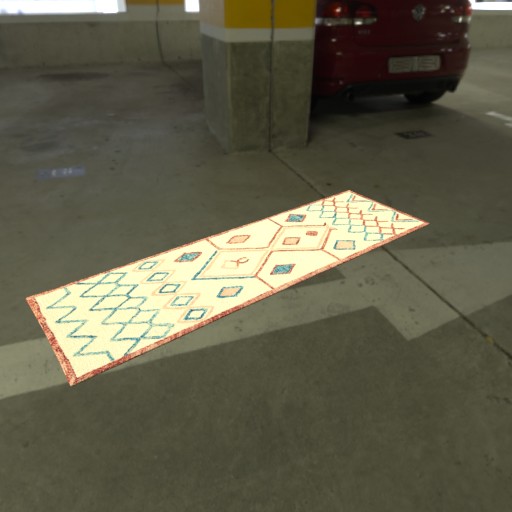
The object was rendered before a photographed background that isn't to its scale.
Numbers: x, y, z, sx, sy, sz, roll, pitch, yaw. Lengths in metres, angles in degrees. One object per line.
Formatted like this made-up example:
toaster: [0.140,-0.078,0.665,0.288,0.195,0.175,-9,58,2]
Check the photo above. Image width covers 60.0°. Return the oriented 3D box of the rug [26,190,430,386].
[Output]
rug: [0.000,0.000,2.676,2.435,0.011,0.750,-21,37,-31]
